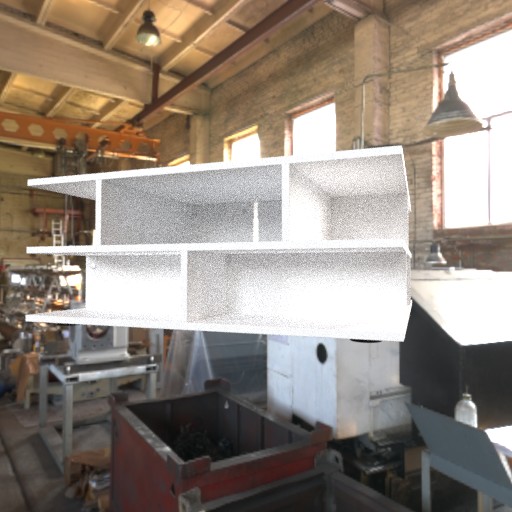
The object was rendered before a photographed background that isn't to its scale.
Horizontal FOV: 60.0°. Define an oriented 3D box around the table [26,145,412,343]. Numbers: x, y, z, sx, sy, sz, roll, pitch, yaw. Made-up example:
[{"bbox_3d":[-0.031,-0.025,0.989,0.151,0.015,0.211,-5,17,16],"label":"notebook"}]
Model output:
[{"bbox_3d":[0.000,0.000,1.075,0.700,0.289,0.700,-1,-2,20],"label":"table"}]
